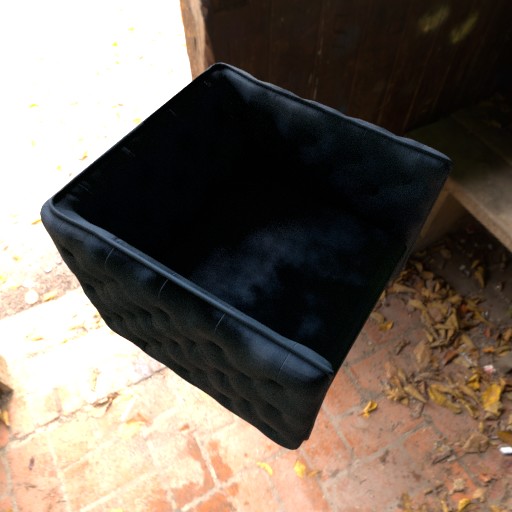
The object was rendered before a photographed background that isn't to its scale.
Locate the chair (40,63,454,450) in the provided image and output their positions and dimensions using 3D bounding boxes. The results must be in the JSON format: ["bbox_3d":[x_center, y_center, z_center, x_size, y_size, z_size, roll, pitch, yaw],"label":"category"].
[{"bbox_3d":[0.000,0.000,1.519,0.877,0.771,0.868,28,60,18],"label":"chair"}]
